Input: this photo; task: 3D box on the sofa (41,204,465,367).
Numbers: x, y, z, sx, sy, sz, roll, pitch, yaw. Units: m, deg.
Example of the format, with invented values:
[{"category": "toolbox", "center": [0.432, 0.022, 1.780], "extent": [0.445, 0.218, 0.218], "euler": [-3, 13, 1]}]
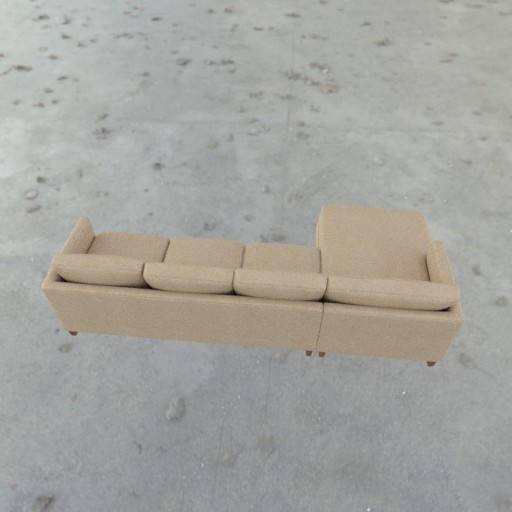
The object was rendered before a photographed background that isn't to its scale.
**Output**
[{"category": "sofa", "center": [0.000, 0.000, 3.947], "extent": [3.201, 0.876, 1.502], "euler": [4, 46, 4]}]
